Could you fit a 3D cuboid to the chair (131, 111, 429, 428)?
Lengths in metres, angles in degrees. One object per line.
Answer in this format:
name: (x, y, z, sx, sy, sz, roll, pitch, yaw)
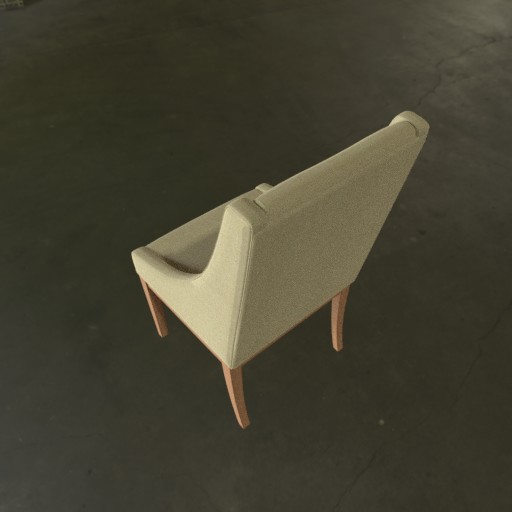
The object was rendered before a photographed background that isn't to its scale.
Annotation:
chair: (0.000, 0.000, 1.399, 0.575, 1.021, 0.611, -31, 54, -26)
